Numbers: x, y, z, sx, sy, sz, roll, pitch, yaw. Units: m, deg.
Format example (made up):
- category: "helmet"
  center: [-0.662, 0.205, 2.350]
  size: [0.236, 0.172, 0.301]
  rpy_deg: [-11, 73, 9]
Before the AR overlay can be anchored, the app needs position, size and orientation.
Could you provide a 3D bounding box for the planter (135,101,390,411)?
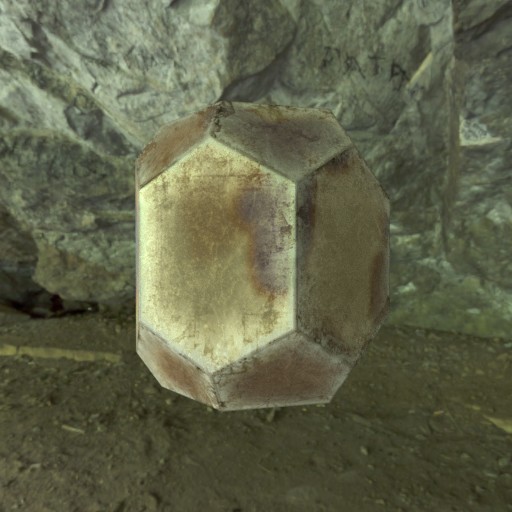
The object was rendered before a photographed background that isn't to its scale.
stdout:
- category: "planter"
  center: [0.000, 0.000, 0.421]
  size: [0.243, 0.238, 0.221]
  rpy_deg: [0, 0, 17]
